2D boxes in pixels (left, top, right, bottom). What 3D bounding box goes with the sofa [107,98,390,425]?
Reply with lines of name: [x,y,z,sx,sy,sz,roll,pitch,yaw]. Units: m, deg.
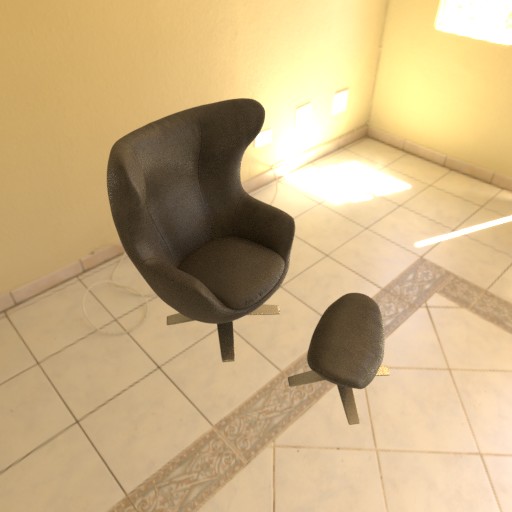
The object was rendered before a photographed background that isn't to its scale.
sofa: [0.000,0.000,2.144,1.444,1.135,0.894,26,47,28]
